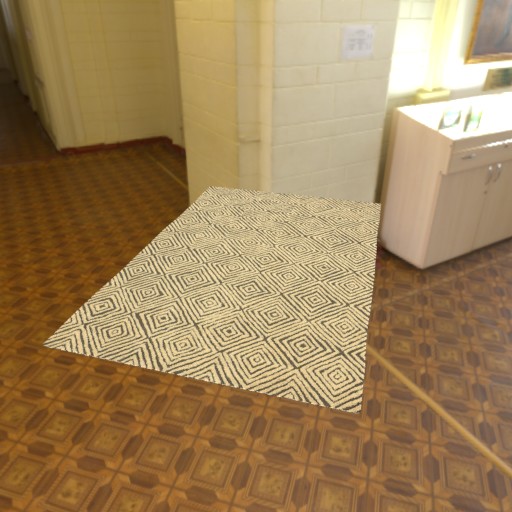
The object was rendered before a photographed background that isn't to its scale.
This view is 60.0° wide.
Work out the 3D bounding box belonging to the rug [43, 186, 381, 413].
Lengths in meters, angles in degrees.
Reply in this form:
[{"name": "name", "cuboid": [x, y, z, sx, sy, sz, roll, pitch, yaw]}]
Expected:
[{"name": "rug", "cuboid": [0.000, 0.000, 2.252, 1.177, 0.004, 1.750, 8, 30, 14]}]
